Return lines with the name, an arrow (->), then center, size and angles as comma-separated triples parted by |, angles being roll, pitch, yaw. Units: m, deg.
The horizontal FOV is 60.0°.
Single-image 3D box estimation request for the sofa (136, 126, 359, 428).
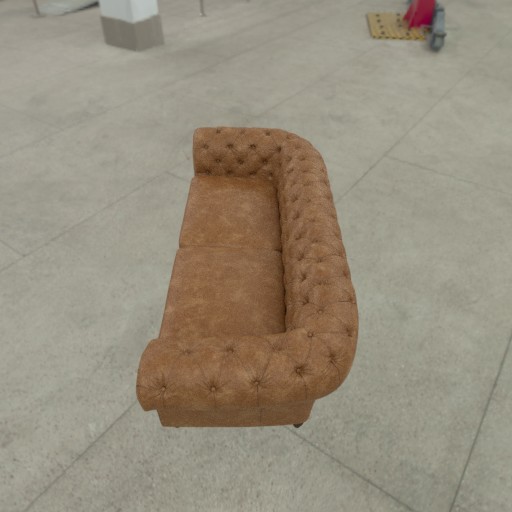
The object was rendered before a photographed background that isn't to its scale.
sofa -> 0.000, 0.000, 2.816 | 0.989, 0.760, 2.365 | 0, 41, 0
